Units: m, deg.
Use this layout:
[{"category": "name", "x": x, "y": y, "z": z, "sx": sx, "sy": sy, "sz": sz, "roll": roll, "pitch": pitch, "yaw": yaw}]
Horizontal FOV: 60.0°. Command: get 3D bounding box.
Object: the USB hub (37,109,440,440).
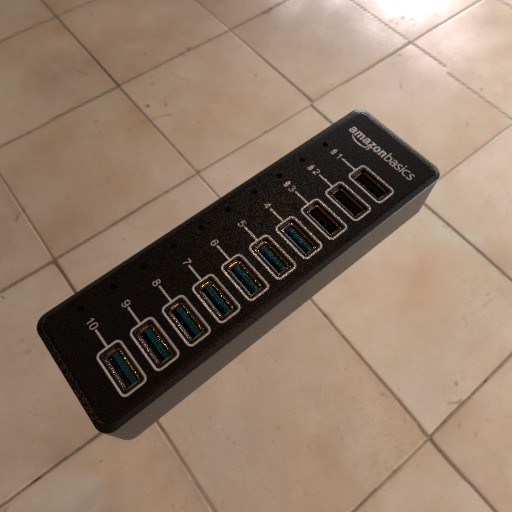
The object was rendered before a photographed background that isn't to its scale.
[{"category": "USB hub", "x": 0.000, "y": 0.000, "z": 0.160, "sx": 0.145, "sy": 0.023, "sz": 0.044, "roll": -36, "pitch": 68, "yaw": -17}]
